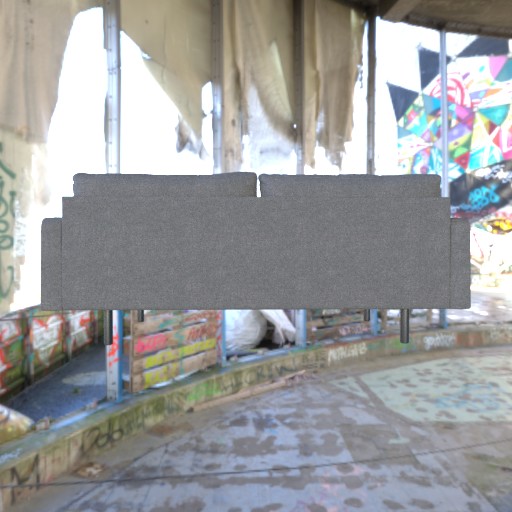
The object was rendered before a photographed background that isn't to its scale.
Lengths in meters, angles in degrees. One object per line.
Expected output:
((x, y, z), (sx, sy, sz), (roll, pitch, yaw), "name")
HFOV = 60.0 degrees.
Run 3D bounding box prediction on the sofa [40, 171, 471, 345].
((0.000, 0.000, 2.587), (2.100, 0.880, 0.880), (0, 1, -2), "sofa")
